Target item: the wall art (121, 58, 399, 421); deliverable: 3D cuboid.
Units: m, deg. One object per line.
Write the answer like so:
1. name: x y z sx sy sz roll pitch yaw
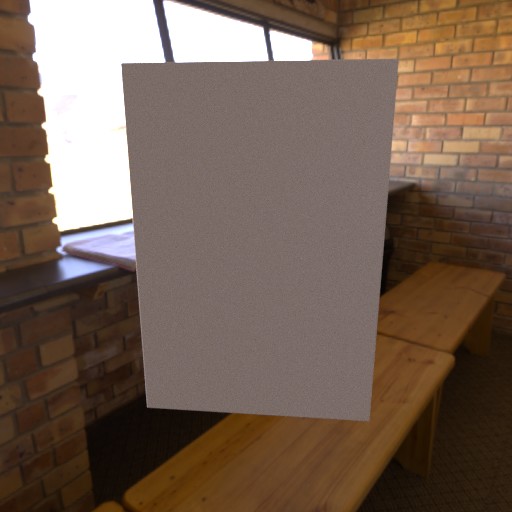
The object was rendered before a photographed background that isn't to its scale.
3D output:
1. wall art: 0.000 0.000 1.458 0.808 1.183 0.038 2 16 6
